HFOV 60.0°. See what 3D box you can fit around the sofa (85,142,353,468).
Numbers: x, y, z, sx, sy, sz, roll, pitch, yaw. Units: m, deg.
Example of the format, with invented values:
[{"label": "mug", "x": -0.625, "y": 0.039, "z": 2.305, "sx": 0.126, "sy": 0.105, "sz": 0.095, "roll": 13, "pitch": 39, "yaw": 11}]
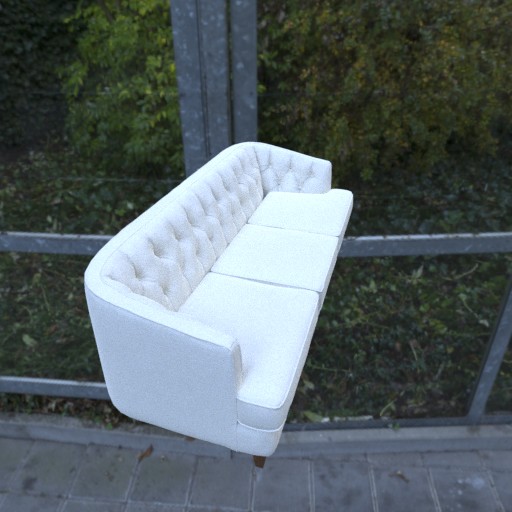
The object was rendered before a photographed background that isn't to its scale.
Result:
[{"label": "sofa", "x": 0.000, "y": 0.000, "z": 2.719, "sx": 0.941, "sy": 0.855, "sz": 2.278, "roll": 9, "pitch": 31, "yaw": 15}]
